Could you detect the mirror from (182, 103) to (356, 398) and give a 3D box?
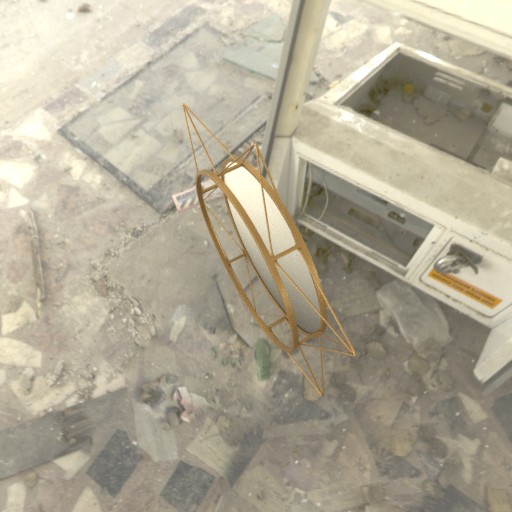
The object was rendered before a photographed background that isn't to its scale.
[{"bbox_3d":[0.000,0.000,0.780,0.062,0.581,0.498,-27,66,-13],"label":"mirror"}]
